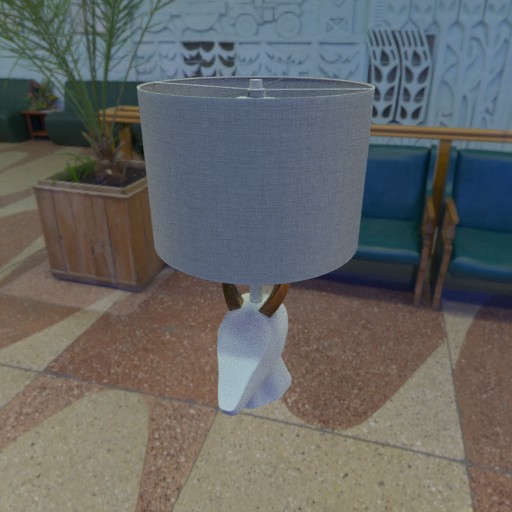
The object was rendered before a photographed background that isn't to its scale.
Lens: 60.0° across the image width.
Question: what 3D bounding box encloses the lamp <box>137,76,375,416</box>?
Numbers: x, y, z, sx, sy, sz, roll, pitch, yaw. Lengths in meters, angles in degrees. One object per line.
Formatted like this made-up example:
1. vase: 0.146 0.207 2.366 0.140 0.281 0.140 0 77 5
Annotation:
1. lamp: 0.000 0.000 0.678 0.298 0.503 0.298 8 27 16
